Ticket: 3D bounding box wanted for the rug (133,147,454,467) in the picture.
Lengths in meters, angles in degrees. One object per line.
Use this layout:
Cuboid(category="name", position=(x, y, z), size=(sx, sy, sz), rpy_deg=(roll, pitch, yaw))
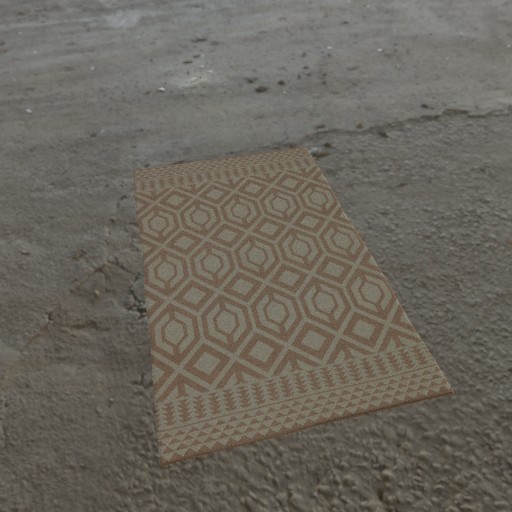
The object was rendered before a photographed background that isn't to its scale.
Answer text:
Cuboid(category="rug", position=(0.000, 0.000, 2.999), size=(1.526, 0.011, 2.435), rpy_deg=(-10, 46, -10))
